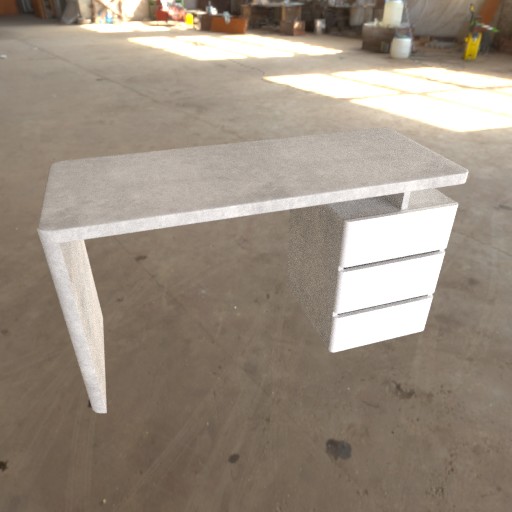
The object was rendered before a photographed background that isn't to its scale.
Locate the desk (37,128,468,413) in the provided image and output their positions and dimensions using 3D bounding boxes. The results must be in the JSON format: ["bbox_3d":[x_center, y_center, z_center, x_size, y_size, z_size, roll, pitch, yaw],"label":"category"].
[{"bbox_3d":[0.000,0.000,1.775,1.400,0.755,0.550,-10,34,-15],"label":"desk"}]
